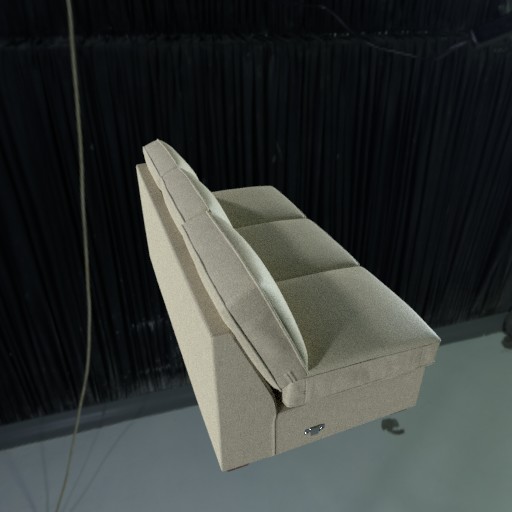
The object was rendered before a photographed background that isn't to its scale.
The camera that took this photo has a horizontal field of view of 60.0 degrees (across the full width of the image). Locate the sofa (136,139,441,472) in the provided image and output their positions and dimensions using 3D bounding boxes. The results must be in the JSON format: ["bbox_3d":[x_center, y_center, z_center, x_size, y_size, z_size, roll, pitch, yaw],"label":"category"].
[{"bbox_3d":[0.000,0.000,2.524,1.027,0.973,1.962,-11,32,-18],"label":"sofa"}]
